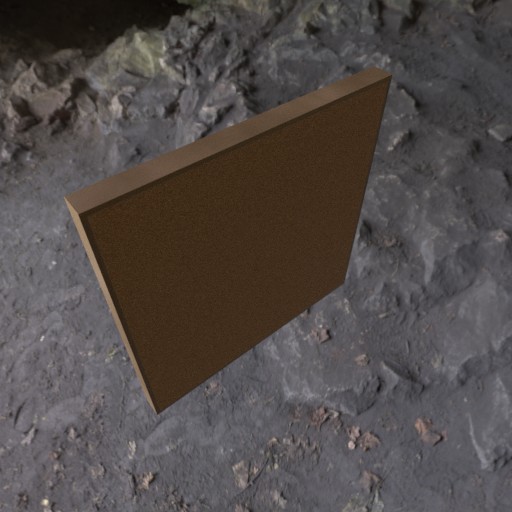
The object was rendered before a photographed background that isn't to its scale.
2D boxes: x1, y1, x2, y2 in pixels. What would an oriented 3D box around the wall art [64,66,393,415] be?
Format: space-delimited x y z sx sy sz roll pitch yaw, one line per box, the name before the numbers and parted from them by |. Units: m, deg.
wall art | 0.000 0.000 0.774 0.513 0.511 0.038 -31 54 -25
